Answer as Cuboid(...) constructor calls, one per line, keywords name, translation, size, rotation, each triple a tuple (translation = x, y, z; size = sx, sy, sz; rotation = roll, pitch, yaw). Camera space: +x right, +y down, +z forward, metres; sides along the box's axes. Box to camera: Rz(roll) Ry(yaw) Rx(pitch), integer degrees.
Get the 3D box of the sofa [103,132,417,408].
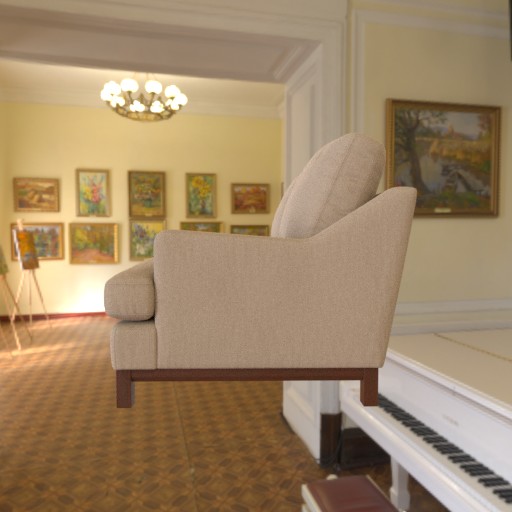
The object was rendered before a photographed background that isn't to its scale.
Cuboid(name="sofa", translation=(0.000, 0.000, 2.188), size=(1.004, 0.910, 1.619), rotation=(0, 3, -1))
